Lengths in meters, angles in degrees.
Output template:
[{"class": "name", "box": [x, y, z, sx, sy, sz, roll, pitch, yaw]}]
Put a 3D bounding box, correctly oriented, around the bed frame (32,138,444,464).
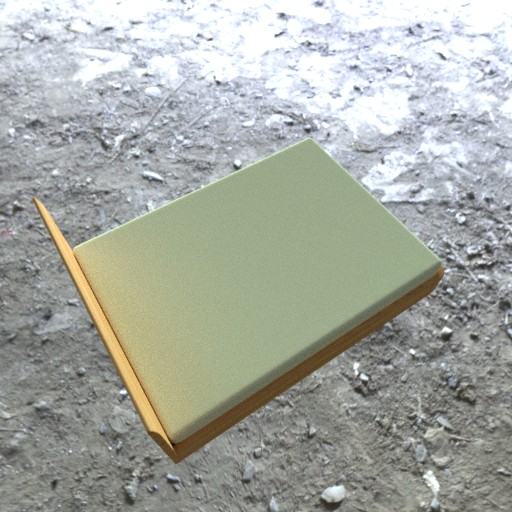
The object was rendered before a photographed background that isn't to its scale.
[{"class": "bed frame", "box": [0.000, 0.000, 2.792, 1.992, 0.940, 1.472, -29, 61, -18]}]
